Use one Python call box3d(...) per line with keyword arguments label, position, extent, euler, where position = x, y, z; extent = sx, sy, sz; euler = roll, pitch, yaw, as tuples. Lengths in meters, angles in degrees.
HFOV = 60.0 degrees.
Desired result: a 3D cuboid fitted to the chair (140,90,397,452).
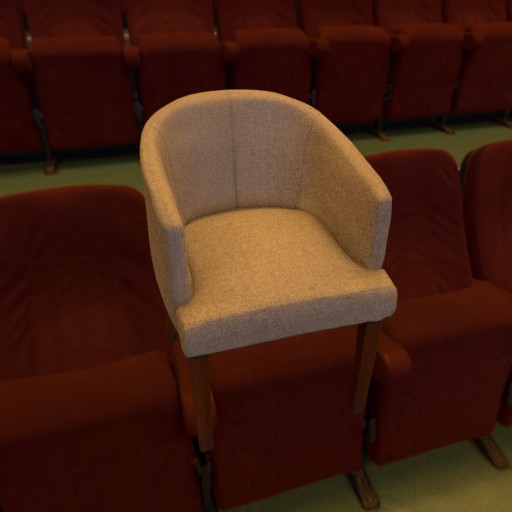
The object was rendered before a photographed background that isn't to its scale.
box3d(label="chair", position=(0.000, 0.000, 1.283), extent=(0.583, 0.811, 0.655), euler=(-9, 32, -14))
